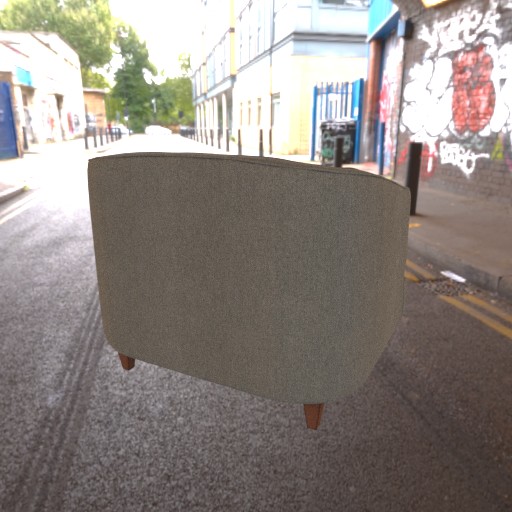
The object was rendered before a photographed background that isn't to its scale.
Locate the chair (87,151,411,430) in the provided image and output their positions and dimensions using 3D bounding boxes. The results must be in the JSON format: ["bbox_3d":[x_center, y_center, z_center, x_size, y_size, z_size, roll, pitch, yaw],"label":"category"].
[{"bbox_3d":[0.000,0.000,1.780,1.094,0.852,0.945,8,18,26],"label":"chair"}]
